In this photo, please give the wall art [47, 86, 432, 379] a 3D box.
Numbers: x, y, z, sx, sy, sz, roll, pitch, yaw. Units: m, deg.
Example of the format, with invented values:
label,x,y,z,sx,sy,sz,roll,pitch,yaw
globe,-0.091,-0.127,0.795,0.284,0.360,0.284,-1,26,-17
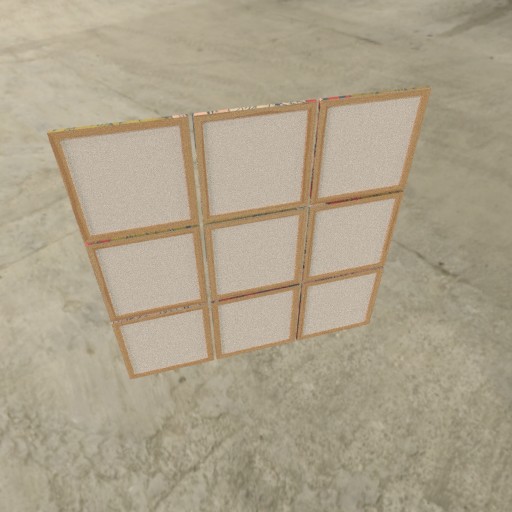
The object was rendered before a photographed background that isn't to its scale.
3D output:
label,x,y,z,sx,sy,sz,roll,pitch,yaw
wall art,0.000,0.000,1.318,0.904,0.913,0.013,-11,43,-12
